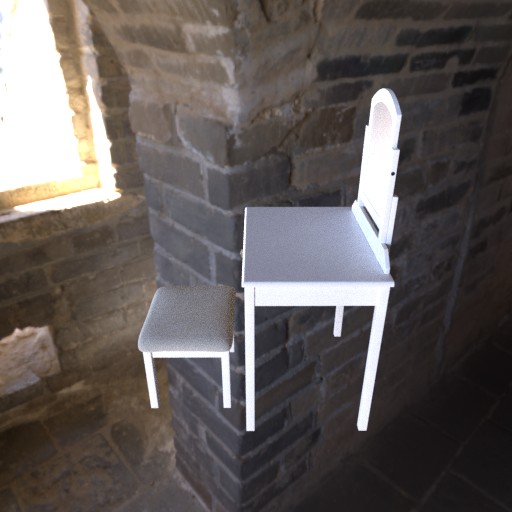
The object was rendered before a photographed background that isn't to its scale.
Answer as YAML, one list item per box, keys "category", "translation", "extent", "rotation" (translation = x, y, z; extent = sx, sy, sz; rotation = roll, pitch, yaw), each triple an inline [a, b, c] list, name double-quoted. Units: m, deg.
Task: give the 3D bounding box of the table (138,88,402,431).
- category: "table"
  translation: [0.000, 0.000, 2.296]
  extent: [1.211, 1.631, 0.876]
  rotation: [0, 28, 0]
